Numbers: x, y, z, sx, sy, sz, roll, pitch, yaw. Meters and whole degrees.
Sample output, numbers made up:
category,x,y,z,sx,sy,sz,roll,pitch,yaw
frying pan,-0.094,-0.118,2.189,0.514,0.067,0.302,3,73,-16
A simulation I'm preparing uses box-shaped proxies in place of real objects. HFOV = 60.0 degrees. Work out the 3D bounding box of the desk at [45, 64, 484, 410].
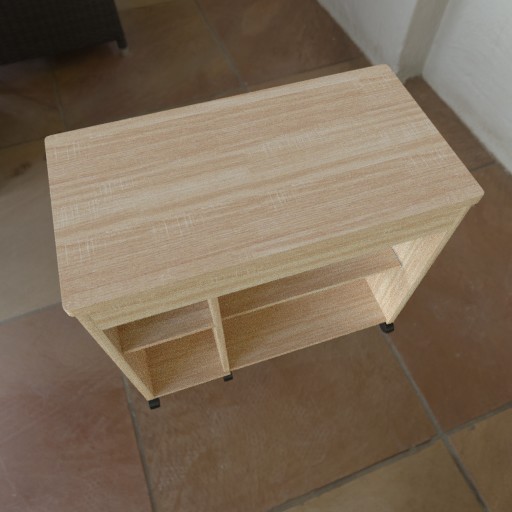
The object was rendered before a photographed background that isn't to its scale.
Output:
category,x,y,z,sx,sy,sz,roll,pitch,yaw
desk,0.000,0.000,1.315,0.884,0.770,0.480,-16,60,-9
